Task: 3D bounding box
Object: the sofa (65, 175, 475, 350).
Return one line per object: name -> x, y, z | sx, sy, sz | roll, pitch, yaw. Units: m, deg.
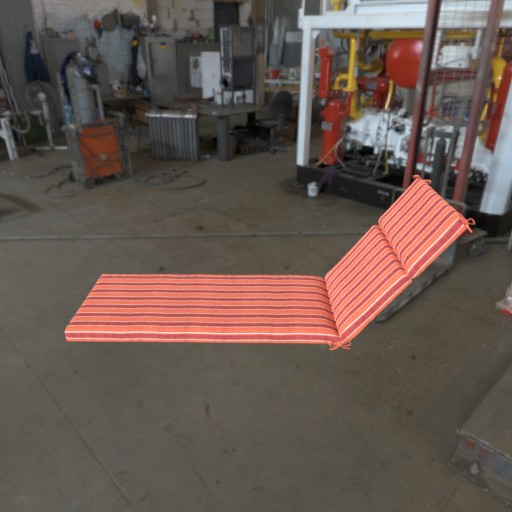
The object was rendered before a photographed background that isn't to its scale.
sofa -> 0.000, 0.000, 2.020 | 1.663, 0.622, 0.582 | 0, 27, 1
